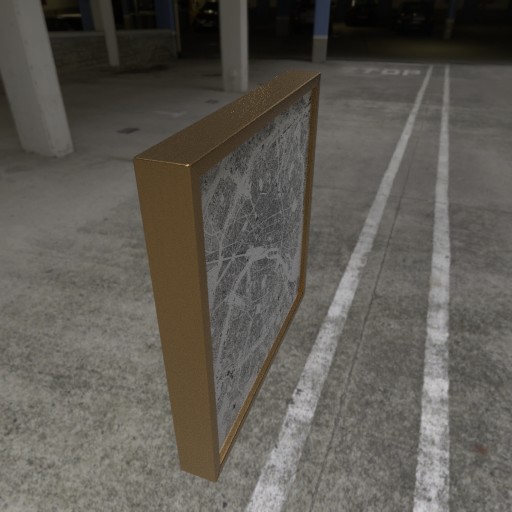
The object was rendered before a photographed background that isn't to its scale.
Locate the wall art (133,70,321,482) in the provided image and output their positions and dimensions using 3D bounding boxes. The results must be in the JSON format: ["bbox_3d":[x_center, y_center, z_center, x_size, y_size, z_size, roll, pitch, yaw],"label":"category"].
[{"bbox_3d":[0.000,0.000,0.451,0.037,0.305,0.305,11,34,17],"label":"wall art"}]
